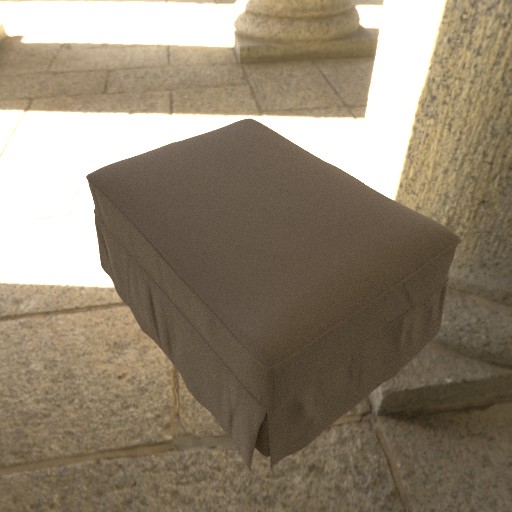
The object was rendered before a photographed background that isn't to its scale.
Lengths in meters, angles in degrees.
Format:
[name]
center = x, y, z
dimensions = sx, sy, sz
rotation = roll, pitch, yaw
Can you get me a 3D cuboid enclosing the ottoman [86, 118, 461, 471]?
[ottoman]
center = 0.000, 0.000, 1.352
dimensions = 0.721, 0.482, 0.959
rotation = -27, 48, -27
